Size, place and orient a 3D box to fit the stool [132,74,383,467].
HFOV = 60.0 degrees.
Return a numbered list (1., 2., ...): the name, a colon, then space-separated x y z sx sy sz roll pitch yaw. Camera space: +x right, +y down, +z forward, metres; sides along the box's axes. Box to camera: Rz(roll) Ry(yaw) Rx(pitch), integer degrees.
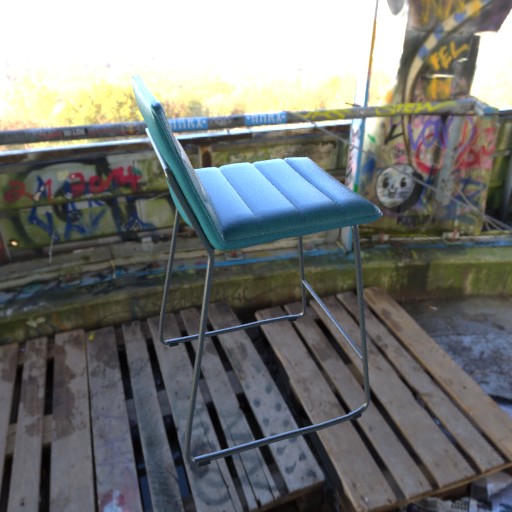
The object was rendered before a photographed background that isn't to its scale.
1. stool: 0.000 0.000 1.152 0.524 0.866 0.489 -10 31 -16
